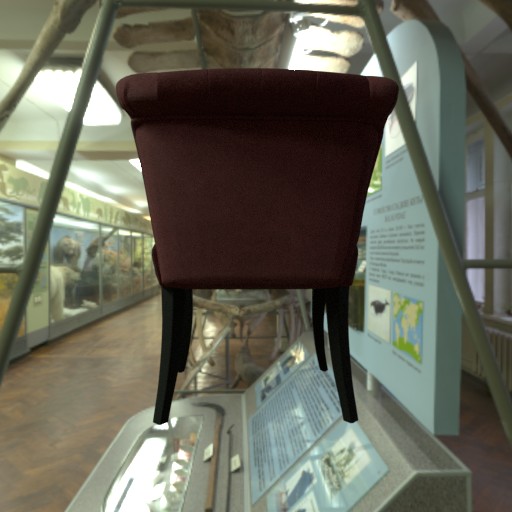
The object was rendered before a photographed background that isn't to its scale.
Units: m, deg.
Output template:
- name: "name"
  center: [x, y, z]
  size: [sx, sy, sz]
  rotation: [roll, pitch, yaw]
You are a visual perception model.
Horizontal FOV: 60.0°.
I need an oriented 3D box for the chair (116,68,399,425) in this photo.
- name: "chair"
  center: [0.000, 0.000, 1.148]
  size: [0.582, 0.750, 0.605]
  rotation: [0, 0, -2]
